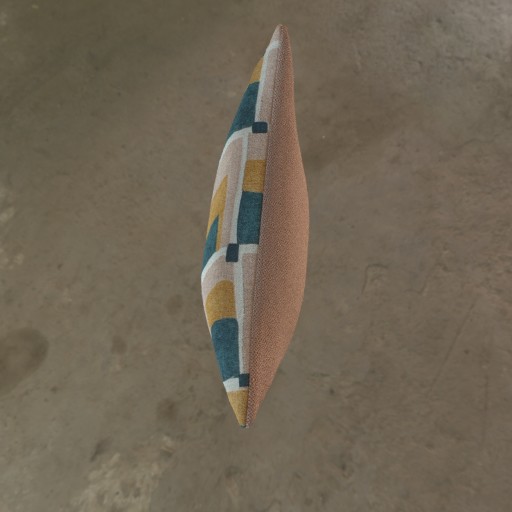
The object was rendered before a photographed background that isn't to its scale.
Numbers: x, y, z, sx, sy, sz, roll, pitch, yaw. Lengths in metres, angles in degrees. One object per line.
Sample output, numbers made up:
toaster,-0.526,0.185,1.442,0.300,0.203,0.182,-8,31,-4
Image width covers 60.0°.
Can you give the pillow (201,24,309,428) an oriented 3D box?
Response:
pillow,0.000,0.000,0.718,0.158,0.479,0.478,5,74,1
